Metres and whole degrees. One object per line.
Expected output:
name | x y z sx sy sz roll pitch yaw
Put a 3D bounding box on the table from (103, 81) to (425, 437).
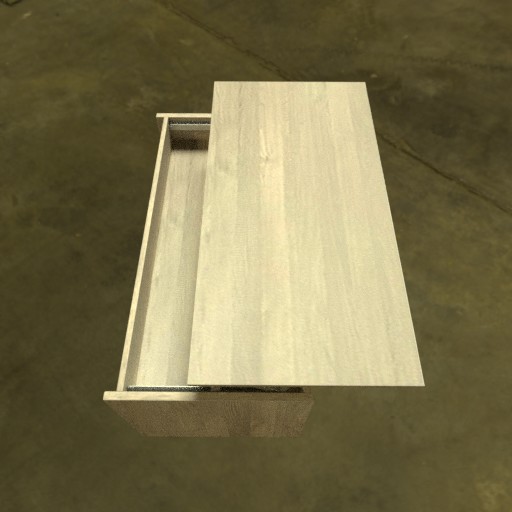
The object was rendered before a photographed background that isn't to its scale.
table | 0.000 0.000 1.434 0.712 0.570 1.000 0 58 0
